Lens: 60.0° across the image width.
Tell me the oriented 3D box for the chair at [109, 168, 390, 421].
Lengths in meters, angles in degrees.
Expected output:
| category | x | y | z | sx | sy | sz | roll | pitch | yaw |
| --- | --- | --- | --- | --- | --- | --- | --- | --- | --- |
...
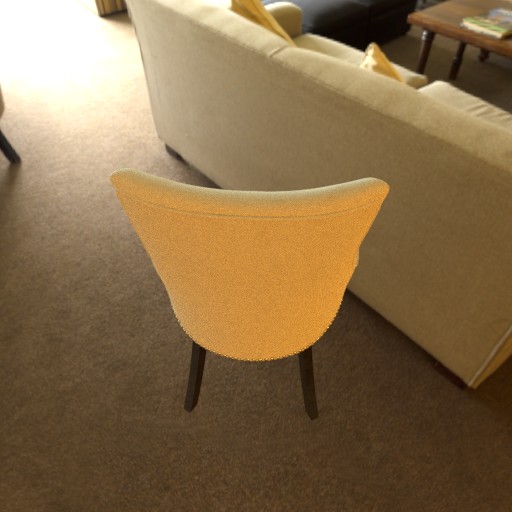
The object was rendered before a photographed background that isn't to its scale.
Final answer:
| category | x | y | z | sx | sy | sz | roll | pitch | yaw |
| --- | --- | --- | --- | --- | --- | --- | --- | --- | --- |
| chair | 0.000 | 0.000 | 1.287 | 0.566 | 0.909 | 0.629 | 3 | 47 | 3 |
